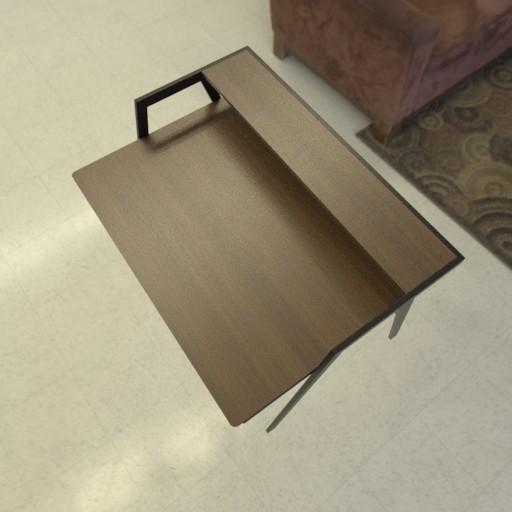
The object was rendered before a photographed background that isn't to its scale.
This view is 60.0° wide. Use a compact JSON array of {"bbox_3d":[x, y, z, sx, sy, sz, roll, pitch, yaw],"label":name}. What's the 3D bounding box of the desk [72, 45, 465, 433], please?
[{"bbox_3d":[0.000,0.000,1.885,0.936,0.998,1.143,-32,68,-15],"label":"desk"}]
